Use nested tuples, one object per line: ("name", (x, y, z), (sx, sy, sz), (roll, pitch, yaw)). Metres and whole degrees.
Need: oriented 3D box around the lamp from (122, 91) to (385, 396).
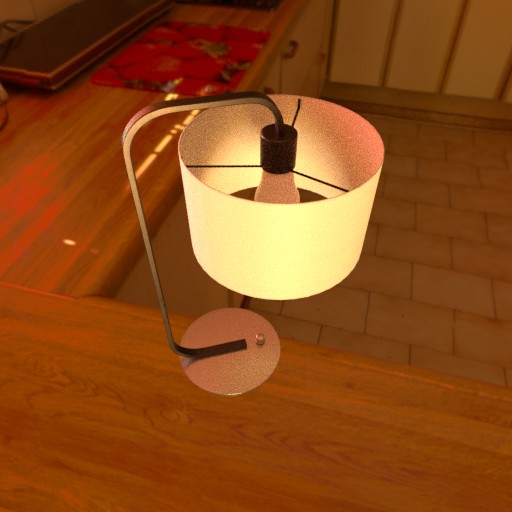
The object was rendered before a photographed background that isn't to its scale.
("lamp", (0.000, 0.000, 0.622), (0.288, 0.473, 0.230), (-10, 46, -10))
